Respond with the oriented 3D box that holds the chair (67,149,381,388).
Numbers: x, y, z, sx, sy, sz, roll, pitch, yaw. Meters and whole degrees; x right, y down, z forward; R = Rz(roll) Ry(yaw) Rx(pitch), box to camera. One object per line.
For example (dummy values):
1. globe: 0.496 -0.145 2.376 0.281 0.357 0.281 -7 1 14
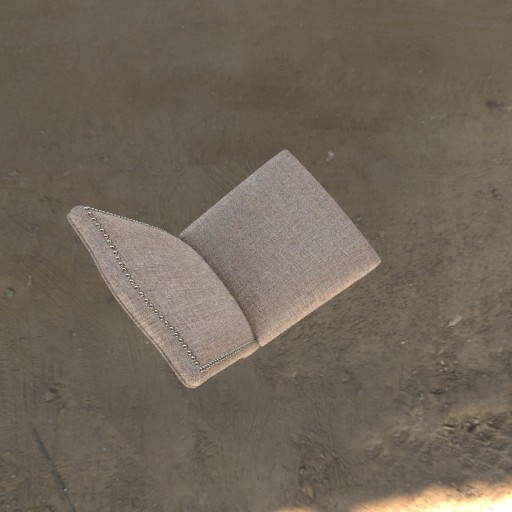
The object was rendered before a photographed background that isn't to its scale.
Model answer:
1. chair: 0.000 0.000 1.358 0.660 1.016 0.513 -37 79 -8
